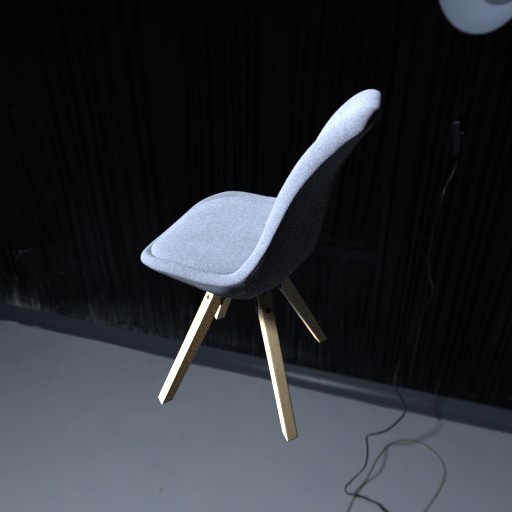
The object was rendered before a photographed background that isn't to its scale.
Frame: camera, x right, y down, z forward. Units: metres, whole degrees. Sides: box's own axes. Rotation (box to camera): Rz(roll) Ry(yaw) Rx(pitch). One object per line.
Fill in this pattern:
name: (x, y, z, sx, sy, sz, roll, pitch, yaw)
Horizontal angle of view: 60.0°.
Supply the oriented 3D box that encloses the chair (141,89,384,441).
chair: (0.000, 0.000, 1.202, 0.550, 0.850, 0.485, 10, 33, 16)
